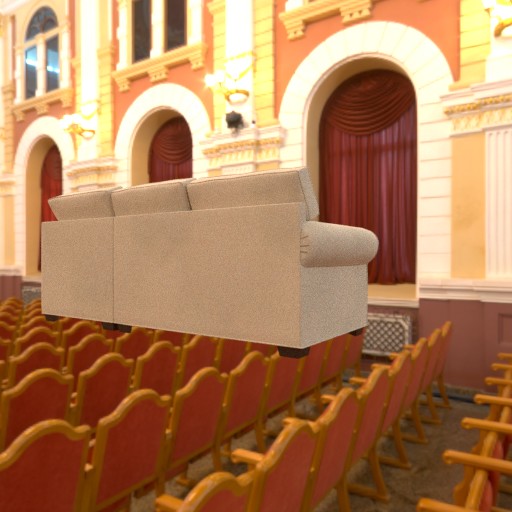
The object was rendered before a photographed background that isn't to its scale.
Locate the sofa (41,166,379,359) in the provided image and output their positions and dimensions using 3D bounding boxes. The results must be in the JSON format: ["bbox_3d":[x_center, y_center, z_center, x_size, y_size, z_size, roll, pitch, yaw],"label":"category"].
[{"bbox_3d":[0.000,0.000,3.946,2.487,1.054,2.569,0,0,34],"label":"sofa"}]
